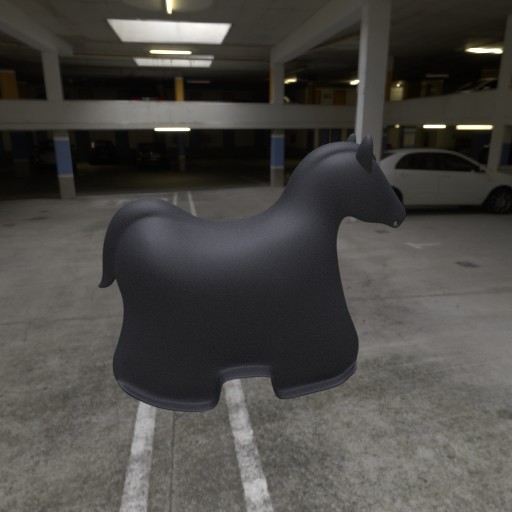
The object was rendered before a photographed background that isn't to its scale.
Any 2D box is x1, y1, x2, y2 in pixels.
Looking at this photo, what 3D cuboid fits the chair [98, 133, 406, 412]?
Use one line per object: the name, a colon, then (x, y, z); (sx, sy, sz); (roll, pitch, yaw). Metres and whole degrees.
chair: (0.000, 0.000, 1.157); (0.800, 0.612, 0.429); (-3, 17, -9)
